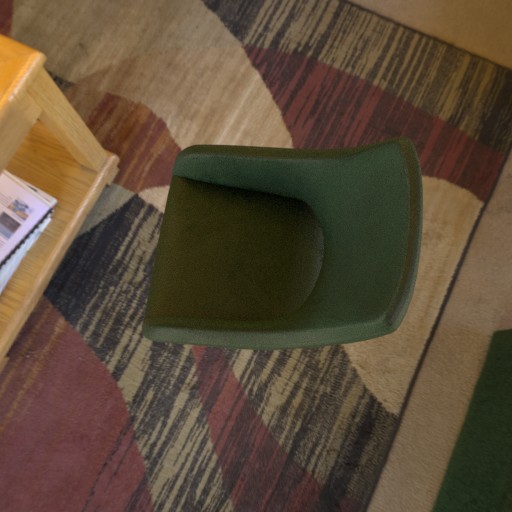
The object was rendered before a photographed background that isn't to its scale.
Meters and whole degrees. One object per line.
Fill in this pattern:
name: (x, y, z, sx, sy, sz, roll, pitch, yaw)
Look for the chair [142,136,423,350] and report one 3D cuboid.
chair: (0.000, 0.000, 1.569, 0.794, 1.081, 0.683, 8, 77, 2)
